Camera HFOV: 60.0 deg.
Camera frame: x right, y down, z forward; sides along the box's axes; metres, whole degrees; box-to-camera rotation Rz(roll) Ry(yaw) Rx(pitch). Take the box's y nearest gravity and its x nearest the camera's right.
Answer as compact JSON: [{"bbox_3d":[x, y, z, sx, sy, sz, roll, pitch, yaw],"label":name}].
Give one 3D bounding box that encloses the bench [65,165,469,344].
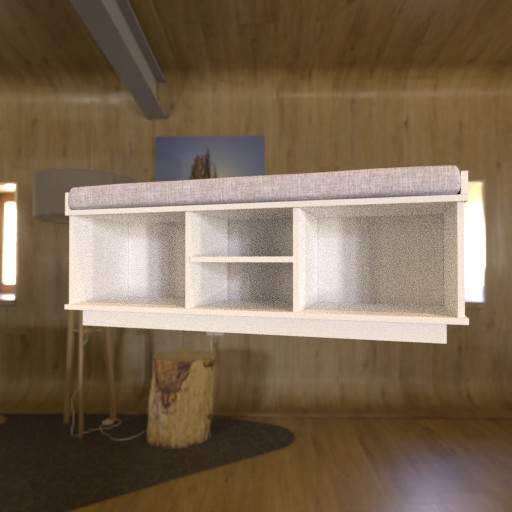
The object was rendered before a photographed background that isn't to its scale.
[{"bbox_3d":[0.000,0.000,1.426,1.196,0.453,0.363,0,-1,17],"label":"bench"}]
